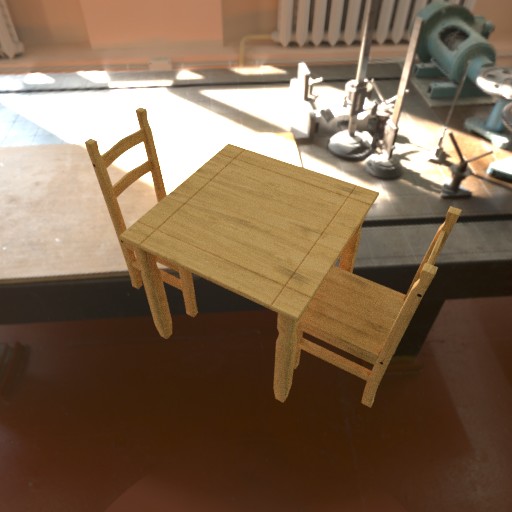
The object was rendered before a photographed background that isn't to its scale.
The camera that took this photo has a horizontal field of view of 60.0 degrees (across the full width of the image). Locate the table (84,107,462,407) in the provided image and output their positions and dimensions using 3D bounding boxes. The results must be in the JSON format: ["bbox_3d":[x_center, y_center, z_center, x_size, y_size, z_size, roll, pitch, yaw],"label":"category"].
[{"bbox_3d":[0.000,0.000,2.084,1.501,0.942,0.813,23,50,21],"label":"table"}]
